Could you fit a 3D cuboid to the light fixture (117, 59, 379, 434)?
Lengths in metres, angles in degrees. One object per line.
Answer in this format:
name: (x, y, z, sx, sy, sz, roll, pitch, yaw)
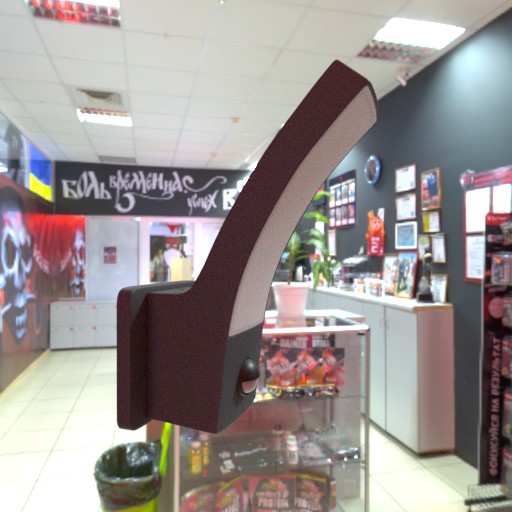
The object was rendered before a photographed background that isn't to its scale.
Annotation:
light fixture: (0.000, 0.000, 0.328, 0.174, 0.243, 0.108, 0, 0, 19)
